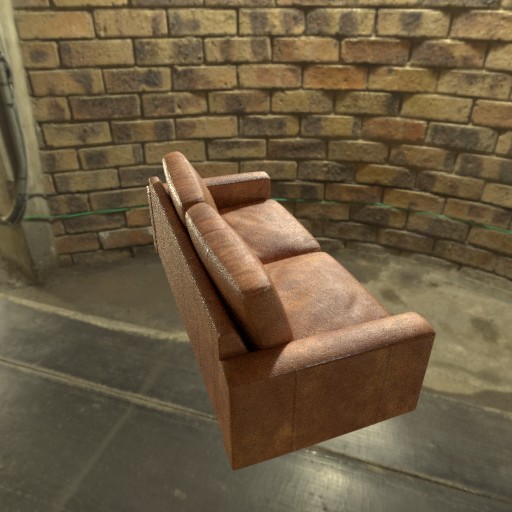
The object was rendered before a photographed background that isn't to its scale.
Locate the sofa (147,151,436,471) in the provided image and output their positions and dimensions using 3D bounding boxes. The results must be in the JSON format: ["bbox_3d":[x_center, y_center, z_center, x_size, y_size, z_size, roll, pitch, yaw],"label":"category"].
[{"bbox_3d":[0.000,0.000,2.775,1.016,0.873,2.179,-11,33,-17],"label":"sofa"}]
